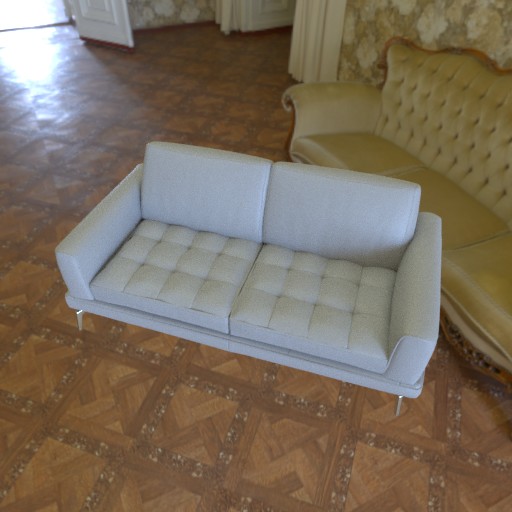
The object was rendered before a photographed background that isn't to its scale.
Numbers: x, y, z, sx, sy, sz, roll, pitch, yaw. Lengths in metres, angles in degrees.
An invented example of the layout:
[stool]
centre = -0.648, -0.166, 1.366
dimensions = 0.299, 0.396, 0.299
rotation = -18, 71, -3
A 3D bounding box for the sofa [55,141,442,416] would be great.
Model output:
[sofa]
centre = 0.000, 0.000, 2.753
dimensions = 2.177, 0.930, 1.121
rotation = 12, 43, 13
